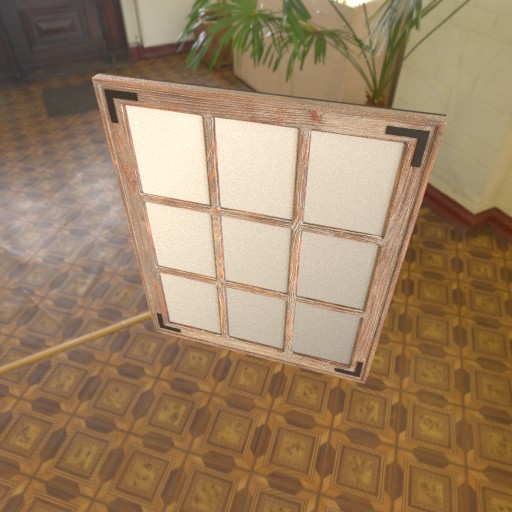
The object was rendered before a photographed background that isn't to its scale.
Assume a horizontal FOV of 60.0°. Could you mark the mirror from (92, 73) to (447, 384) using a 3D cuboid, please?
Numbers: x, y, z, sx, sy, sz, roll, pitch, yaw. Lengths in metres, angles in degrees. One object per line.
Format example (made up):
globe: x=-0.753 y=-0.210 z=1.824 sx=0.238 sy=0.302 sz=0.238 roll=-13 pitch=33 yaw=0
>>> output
mirror: x=0.000 y=0.000 z=1.190 sx=0.730 sy=0.882 sz=0.032 roll=11 pitch=44 yaw=12
